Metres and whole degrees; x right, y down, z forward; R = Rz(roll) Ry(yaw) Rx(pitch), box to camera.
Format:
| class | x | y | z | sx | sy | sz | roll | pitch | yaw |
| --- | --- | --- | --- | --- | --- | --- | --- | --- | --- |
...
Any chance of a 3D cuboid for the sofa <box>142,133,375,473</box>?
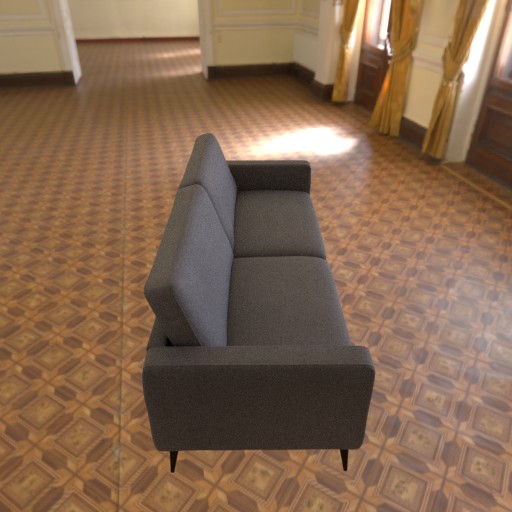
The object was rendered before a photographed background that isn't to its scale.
| class | x | y | z | sx | sy | sz | roll | pitch | yaw |
| --- | --- | --- | --- | --- | --- | --- | --- | --- | --- |
| sofa | 0.000 | 0.000 | 2.311 | 0.774 | 0.828 | 1.925 | 0 | 32 | 0 |
